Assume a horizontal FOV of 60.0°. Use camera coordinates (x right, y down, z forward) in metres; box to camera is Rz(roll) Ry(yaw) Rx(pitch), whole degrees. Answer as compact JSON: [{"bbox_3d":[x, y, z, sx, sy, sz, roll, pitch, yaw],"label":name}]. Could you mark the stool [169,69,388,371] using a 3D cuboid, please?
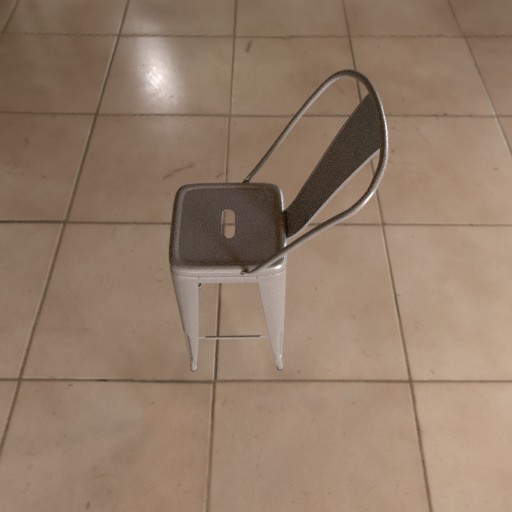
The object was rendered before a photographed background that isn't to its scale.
[{"bbox_3d":[0.000,0.000,1.346,0.513,1.096,0.399,-1,59,0],"label":"stool"}]
